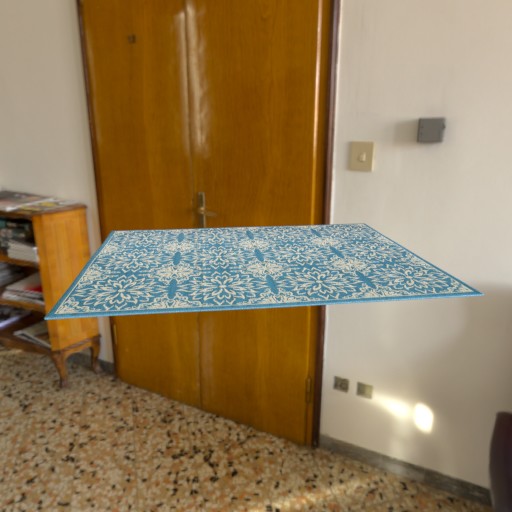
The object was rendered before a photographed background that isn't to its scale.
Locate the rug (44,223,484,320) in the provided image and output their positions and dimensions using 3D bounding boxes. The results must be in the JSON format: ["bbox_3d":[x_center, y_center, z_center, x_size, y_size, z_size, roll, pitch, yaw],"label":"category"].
[{"bbox_3d":[0.000,0.000,4.045,2.964,0.018,2.350,-2,17,-7],"label":"rug"}]
